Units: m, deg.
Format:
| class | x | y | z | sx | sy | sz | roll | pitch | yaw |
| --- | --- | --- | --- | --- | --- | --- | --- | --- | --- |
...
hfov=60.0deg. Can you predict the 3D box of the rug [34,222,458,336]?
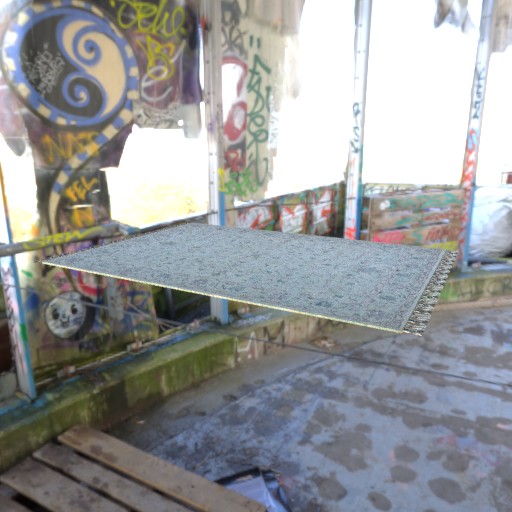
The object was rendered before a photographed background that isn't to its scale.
| class | x | y | z | sx | sy | sz | roll | pitch | yaw |
| --- | --- | --- | --- | --- | --- | --- | --- | --- | --- |
| rug | 0.000 | 0.000 | 2.265 | 1.802 | 0.008 | 1.247 | 8 | 16 | 28 |
